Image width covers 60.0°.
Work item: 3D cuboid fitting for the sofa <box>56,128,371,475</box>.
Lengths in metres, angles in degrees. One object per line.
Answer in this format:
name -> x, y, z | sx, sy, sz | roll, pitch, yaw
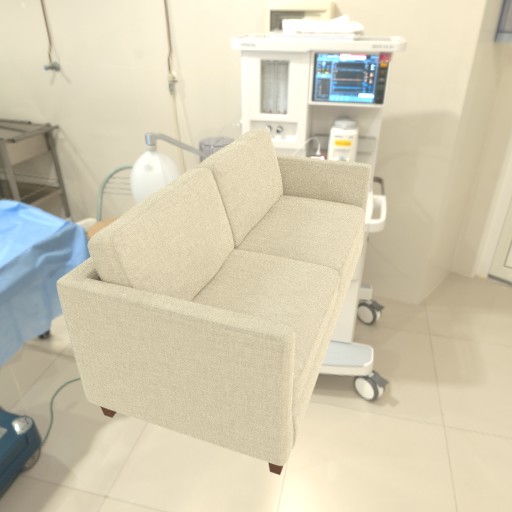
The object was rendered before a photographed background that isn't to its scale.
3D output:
sofa -> 0.000, 0.000, 2.381 | 0.950, 0.963, 1.838 | 11, 31, 18
